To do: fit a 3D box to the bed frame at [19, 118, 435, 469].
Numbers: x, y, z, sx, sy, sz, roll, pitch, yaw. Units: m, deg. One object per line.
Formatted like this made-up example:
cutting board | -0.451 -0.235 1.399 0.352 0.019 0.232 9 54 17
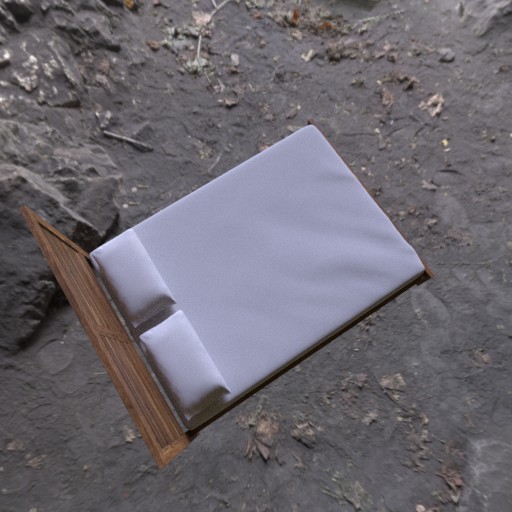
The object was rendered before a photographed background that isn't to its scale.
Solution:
bed frame | 0.000 0.000 3.292 2.276 1.417 1.696 -32 77 -9
